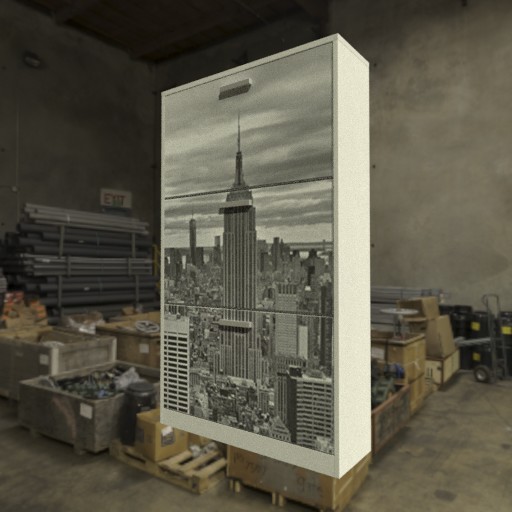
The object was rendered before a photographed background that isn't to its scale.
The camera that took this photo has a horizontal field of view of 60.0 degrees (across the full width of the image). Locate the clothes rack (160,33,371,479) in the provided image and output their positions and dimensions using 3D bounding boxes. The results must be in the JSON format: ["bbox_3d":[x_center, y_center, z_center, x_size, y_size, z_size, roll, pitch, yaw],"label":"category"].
[{"bbox_3d":[0.000,0.000,1.583,0.750,1.280,0.250,-1,-1,36],"label":"clothes rack"}]
